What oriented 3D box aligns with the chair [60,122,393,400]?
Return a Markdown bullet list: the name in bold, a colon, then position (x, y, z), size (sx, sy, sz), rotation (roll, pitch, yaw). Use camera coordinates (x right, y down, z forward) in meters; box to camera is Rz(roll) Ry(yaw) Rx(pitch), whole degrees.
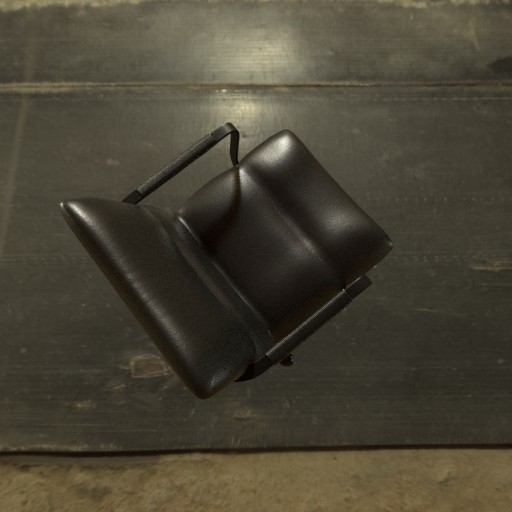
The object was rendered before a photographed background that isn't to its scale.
- **chair**: position (0.000, 0.000, 1.466), size (0.748, 0.922, 0.719), rotation (-38, 78, -9)
